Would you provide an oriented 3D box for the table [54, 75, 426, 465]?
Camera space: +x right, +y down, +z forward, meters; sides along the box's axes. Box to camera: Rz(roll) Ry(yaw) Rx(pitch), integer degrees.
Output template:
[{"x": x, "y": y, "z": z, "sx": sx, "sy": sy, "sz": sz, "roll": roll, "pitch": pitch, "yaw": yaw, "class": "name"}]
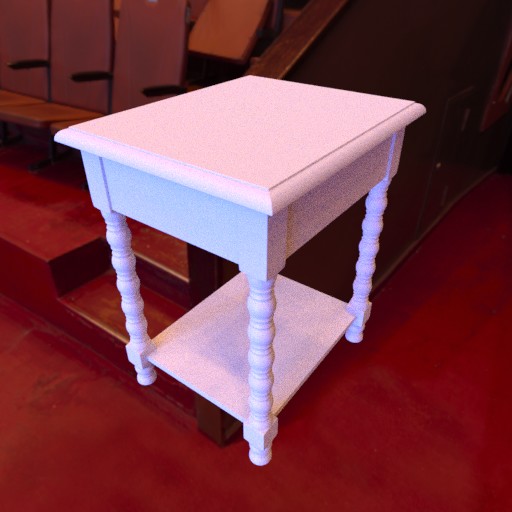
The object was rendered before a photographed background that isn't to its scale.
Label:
[{"x": 0.000, "y": 0.000, "z": 0.833, "sx": 0.381, "sy": 0.531, "sz": 0.460, "roll": 22, "pitch": 40, "yaw": 30, "class": "table"}]
